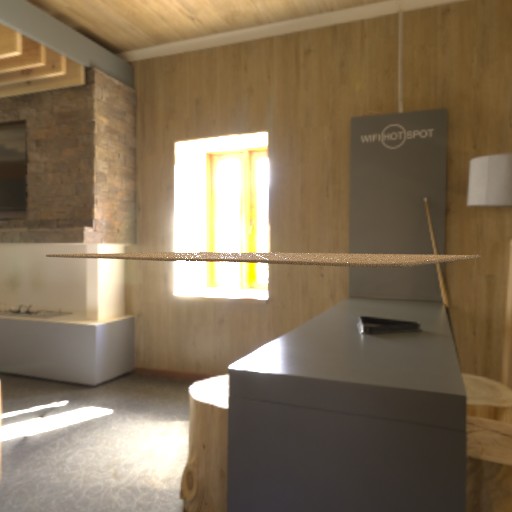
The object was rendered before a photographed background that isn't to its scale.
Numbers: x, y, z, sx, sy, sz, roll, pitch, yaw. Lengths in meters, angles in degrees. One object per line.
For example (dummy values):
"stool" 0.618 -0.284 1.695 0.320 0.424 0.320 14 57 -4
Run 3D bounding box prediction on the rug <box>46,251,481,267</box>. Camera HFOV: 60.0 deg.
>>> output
"rug" 0.000 0.000 2.953 2.459 0.023 1.575 1 2 36
